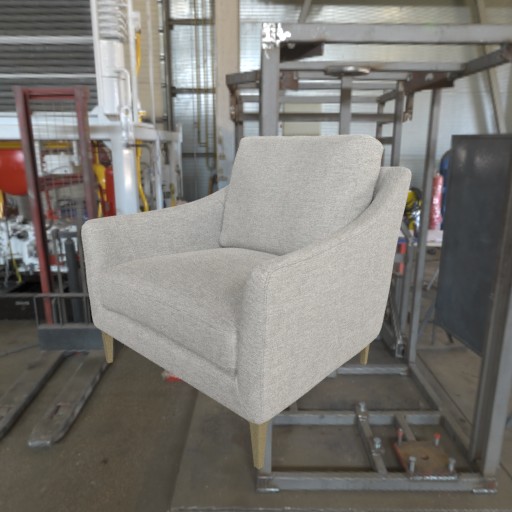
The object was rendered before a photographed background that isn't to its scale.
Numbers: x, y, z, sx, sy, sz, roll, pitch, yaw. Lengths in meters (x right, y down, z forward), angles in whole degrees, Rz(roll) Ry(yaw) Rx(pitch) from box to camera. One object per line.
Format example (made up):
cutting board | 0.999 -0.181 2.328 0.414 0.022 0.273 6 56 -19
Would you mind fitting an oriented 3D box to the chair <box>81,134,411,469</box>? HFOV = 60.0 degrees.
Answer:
chair | 0.000 0.000 1.704 0.961 0.902 0.986 -14 20 -43
